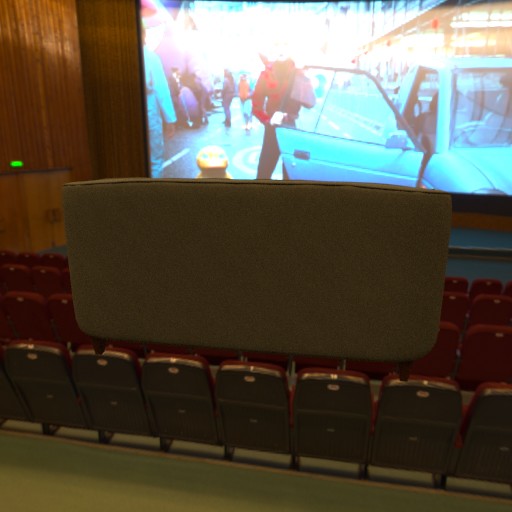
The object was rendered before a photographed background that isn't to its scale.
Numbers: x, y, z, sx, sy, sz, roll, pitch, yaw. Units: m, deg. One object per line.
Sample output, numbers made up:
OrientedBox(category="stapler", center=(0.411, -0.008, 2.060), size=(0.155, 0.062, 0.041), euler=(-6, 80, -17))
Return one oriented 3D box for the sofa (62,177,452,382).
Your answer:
OrientedBox(category="sofa", center=(0.000, 0.000, 2.260), size=(1.733, 0.855, 0.941), euler=(3, 16, 9))
